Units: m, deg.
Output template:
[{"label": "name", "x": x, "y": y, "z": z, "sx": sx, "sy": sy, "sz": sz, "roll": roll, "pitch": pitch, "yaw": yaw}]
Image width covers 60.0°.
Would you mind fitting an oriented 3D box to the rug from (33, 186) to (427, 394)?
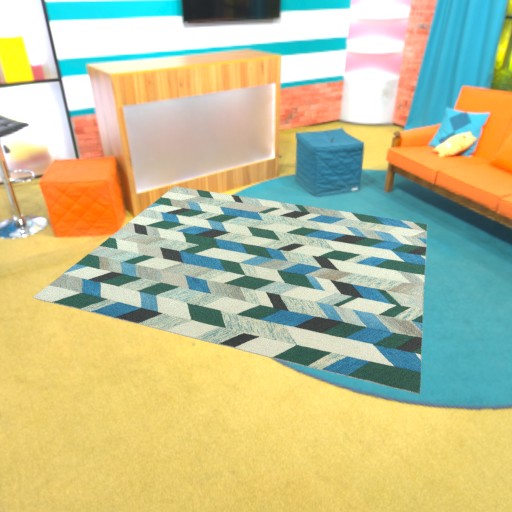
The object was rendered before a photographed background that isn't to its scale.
[{"label": "rug", "x": 0.000, "y": 0.000, "z": 4.178, "sx": 3.036, "sy": 0.008, "sz": 2.440, "roll": 11, "pitch": 33, "yaw": 16}]
